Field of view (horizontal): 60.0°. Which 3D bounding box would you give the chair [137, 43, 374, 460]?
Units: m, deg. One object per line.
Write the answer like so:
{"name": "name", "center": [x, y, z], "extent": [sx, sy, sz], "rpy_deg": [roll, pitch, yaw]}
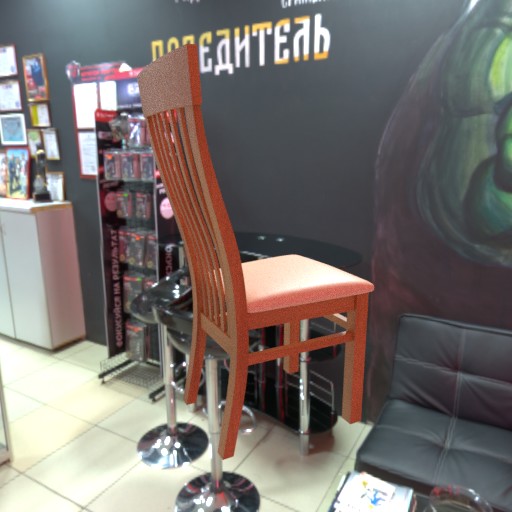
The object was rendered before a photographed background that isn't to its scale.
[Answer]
{"name": "chair", "center": [0.000, 0.000, 1.346], "extent": [0.580, 1.050, 0.450], "rpy_deg": [-7, 15, -27]}
